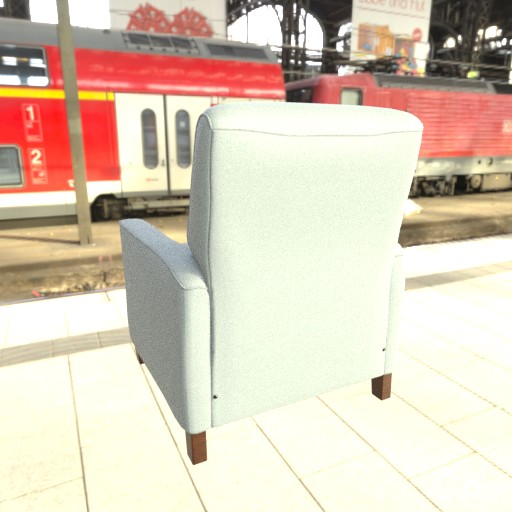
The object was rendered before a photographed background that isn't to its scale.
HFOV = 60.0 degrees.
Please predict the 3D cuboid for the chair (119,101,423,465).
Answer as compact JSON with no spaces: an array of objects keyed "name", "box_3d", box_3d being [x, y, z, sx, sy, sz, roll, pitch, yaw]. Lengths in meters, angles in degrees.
[{"name":"chair","box_3d":[0.000,0.000,1.610,0.853,1.007,0.846,-8,17,-26]}]
